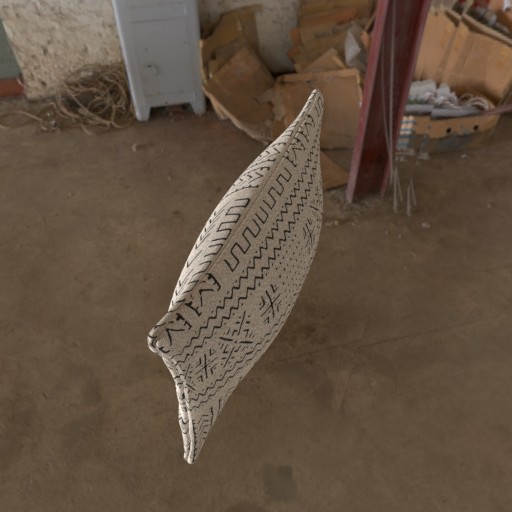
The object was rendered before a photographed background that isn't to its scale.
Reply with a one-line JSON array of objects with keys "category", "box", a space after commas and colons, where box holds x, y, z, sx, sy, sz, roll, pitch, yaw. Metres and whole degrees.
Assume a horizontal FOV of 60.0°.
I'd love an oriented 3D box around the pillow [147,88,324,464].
[{"category": "pillow", "box": [0.000, 0.000, 0.794, 0.188, 0.352, 0.637, 16, 49, 15]}]
